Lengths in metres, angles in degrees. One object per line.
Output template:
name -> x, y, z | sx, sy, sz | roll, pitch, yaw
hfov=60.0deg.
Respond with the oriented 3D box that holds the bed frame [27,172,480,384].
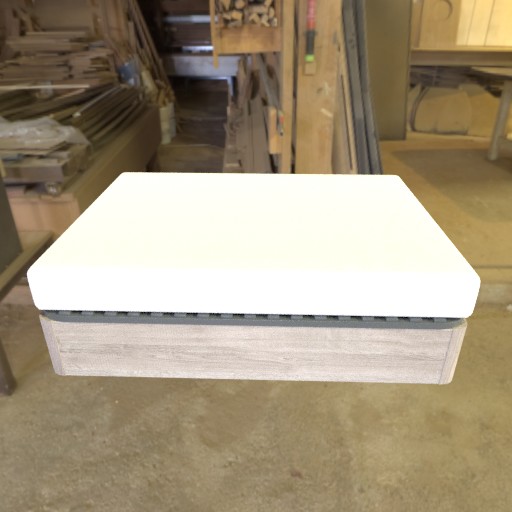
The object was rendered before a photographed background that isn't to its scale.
bed frame -> 0.000, 0.000, 2.541 | 1.900, 0.561, 1.400 | 1, 28, 2
